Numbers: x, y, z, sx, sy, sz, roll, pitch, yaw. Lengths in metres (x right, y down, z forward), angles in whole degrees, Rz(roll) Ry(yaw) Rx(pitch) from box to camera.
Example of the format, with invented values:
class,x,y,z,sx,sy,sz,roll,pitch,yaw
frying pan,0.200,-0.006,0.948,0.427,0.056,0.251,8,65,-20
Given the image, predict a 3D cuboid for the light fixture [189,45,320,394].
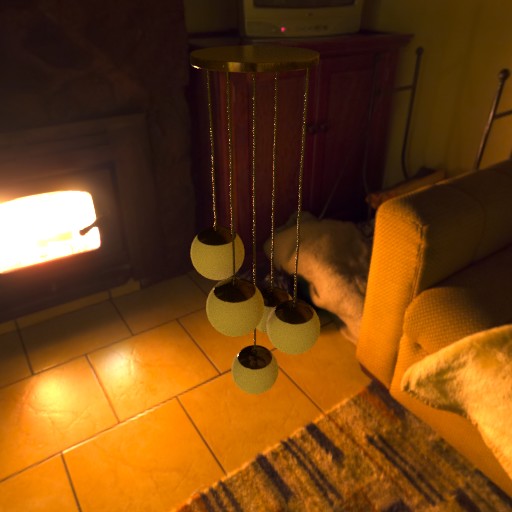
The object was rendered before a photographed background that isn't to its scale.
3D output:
class,x,y,z,sx,sy,sz,roll,pitch,yaw
light fixture,0.000,0.000,1.514,0.489,1.271,0.484,21,37,30
